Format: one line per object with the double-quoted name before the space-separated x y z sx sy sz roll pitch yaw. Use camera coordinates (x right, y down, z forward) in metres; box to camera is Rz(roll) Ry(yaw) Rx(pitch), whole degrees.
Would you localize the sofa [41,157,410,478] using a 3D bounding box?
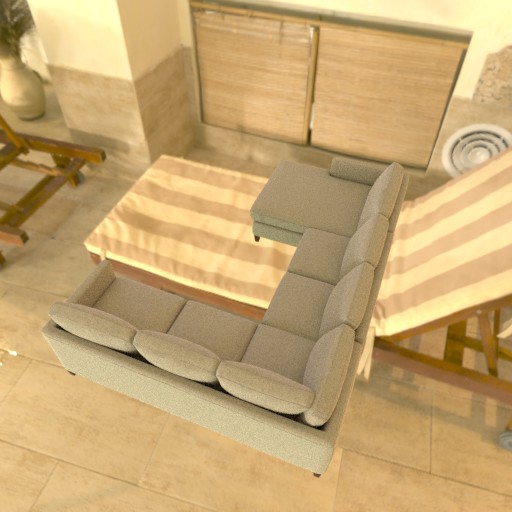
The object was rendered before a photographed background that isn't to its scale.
"sofa" 0.000 0.000 4.662 2.593 0.959 3.460 16 49 15
